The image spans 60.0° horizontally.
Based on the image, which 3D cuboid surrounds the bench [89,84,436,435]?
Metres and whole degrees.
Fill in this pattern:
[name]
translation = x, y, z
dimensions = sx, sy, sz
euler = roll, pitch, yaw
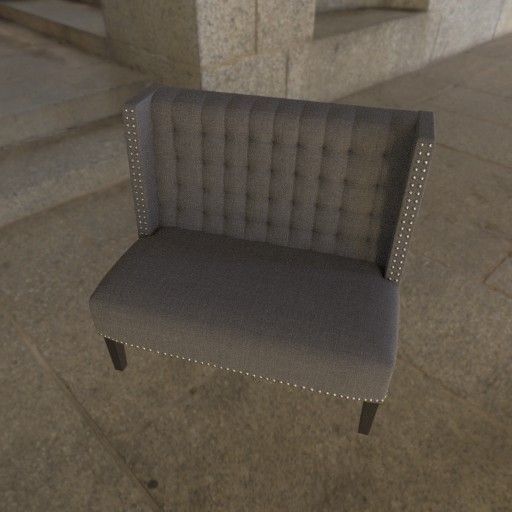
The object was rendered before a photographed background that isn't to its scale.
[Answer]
[bench]
translation = 0.000, 0.000, 1.947
dimensions = 1.276, 1.121, 0.842
euler = 10, 40, 13
